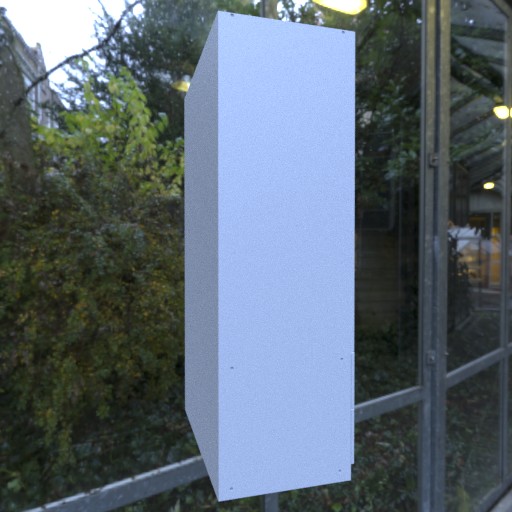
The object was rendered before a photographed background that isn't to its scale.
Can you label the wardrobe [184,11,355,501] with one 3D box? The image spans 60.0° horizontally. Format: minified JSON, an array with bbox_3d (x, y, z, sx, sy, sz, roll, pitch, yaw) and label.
[{"bbox_3d":[0.000,0.000,2.187,0.577,1.808,0.991,0,1,-16],"label":"wardrobe"}]
